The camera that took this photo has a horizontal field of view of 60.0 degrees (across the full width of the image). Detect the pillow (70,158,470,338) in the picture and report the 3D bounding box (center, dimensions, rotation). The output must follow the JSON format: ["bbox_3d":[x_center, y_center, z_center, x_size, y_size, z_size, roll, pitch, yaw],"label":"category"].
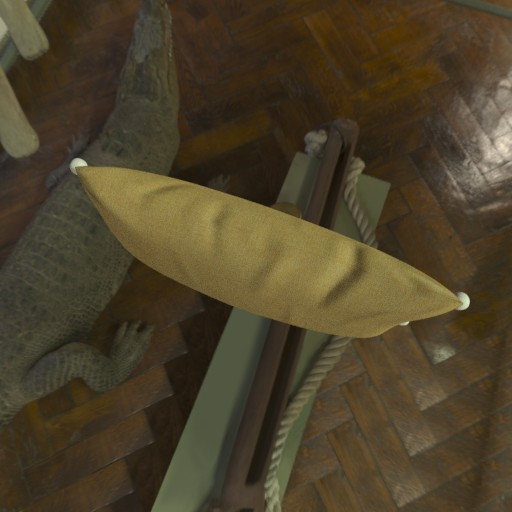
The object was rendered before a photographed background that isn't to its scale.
[{"bbox_3d":[0.000,0.000,0.847,0.709,0.322,0.201,20,77,5],"label":"pillow"}]
